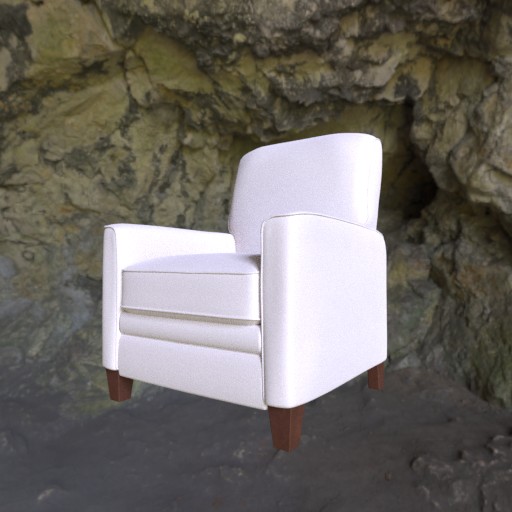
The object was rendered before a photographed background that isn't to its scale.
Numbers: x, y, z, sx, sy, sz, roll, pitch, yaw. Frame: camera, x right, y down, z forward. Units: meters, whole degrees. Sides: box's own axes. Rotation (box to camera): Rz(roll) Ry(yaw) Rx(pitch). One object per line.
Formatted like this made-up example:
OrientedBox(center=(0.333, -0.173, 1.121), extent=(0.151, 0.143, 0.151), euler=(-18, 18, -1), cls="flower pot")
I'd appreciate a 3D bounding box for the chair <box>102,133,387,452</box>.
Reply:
OrientedBox(center=(0.000, 0.000, 1.679), extent=(0.841, 1.028, 0.858), euler=(0, -1, 35), cls="chair")
